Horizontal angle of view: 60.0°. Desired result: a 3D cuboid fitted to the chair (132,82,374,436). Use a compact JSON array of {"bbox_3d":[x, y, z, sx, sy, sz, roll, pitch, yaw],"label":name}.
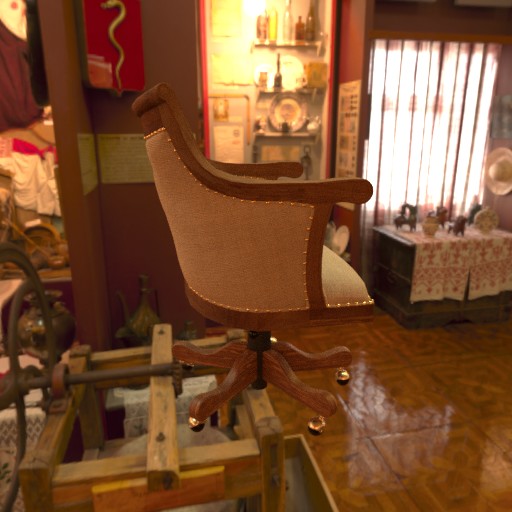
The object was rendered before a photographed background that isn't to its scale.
[{"bbox_3d":[0.000,0.000,1.406,0.689,0.965,0.656,-3,16,-10],"label":"chair"}]
